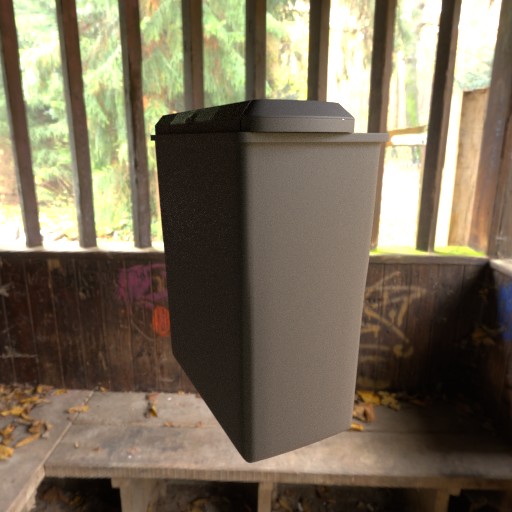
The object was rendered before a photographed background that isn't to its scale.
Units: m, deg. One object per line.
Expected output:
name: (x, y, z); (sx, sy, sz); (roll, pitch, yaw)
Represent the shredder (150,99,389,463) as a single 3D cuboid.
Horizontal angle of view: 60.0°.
shredder: (0.000, 0.000, 0.522); (0.170, 0.335, 0.320); (-7, 16, -26)
